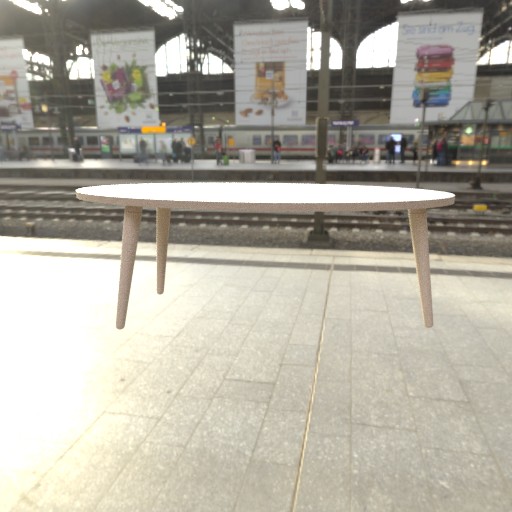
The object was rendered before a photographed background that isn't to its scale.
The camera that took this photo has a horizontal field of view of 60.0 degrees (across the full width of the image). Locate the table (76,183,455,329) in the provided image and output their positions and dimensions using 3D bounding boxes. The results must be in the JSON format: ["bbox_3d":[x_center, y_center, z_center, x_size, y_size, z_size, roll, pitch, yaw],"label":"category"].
[{"bbox_3d":[0.000,0.000,1.331,1.083,0.390,0.542,2,14,9],"label":"table"}]
